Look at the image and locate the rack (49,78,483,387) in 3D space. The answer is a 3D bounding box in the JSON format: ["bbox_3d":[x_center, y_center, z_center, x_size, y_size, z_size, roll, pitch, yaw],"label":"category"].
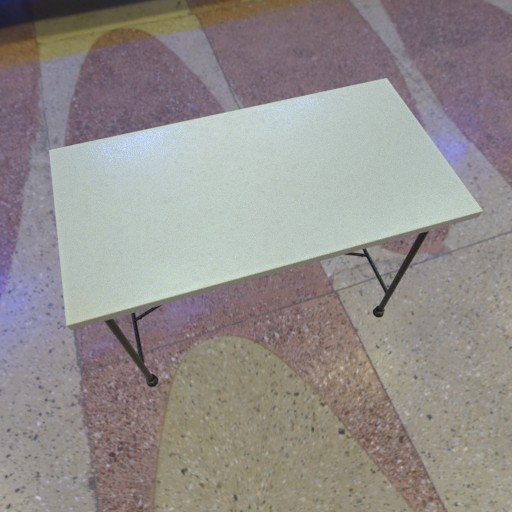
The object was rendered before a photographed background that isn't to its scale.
[{"bbox_3d":[0.000,0.000,1.692,1.159,0.880,0.613,-15,60,-9],"label":"rack"}]
